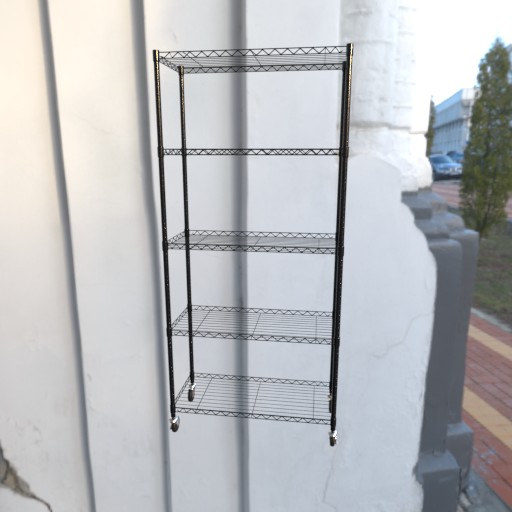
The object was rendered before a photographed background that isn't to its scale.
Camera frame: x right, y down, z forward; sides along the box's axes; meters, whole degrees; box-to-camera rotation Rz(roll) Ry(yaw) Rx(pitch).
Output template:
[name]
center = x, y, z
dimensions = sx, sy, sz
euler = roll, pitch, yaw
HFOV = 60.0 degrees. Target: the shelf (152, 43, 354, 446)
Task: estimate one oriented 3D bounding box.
[shelf]
center = 0.000, 0.000, 1.963
dimensions = 0.762, 1.645, 0.356
euler = 2, 13, 8
